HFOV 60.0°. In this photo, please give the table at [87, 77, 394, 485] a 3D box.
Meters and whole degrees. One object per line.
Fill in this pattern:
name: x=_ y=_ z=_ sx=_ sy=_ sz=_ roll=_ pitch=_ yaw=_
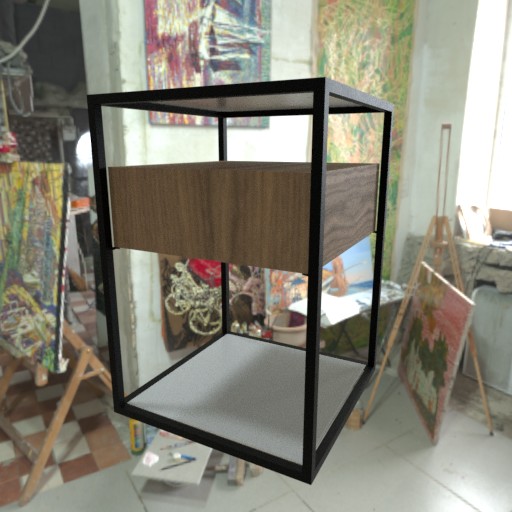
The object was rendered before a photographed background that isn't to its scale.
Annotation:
table: x=0.000 y=0.000 z=0.808 sx=0.378 sy=0.540 sz=0.378 roll=7 pitch=16 yaw=27
